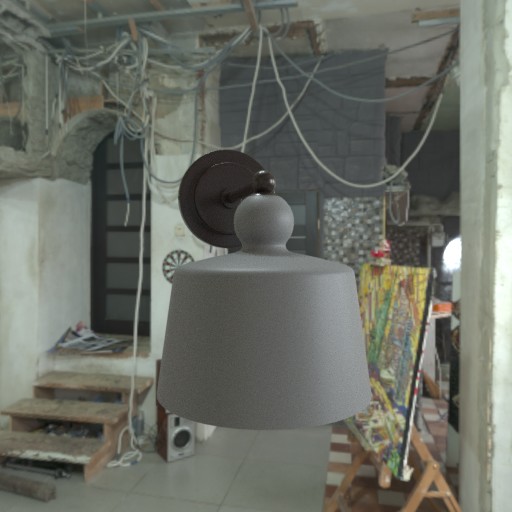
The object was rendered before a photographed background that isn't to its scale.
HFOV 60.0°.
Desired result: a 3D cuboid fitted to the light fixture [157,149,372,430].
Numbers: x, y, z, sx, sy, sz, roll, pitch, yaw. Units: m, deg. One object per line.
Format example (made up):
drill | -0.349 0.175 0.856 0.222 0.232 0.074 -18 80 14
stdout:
light fixture | 0.000 0.000 0.455 0.204 0.268 0.254 0 1 -18
